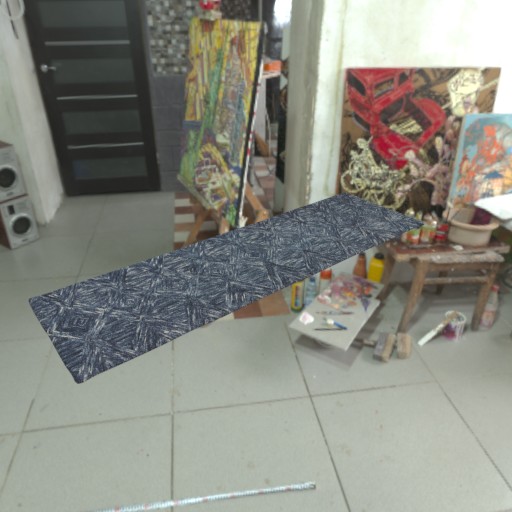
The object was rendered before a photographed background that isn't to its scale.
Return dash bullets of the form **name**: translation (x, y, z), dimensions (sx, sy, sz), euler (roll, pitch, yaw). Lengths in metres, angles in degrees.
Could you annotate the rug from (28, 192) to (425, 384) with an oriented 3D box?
- **rug**: translation (0.000, 0.000, 2.554), dimensions (2.306, 0.013, 0.719), euler (-21, 36, -33)
